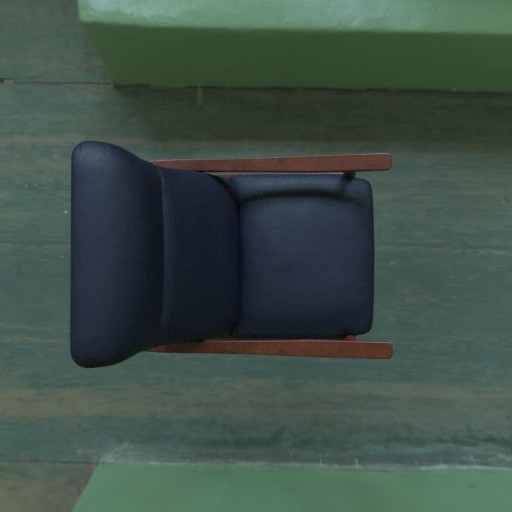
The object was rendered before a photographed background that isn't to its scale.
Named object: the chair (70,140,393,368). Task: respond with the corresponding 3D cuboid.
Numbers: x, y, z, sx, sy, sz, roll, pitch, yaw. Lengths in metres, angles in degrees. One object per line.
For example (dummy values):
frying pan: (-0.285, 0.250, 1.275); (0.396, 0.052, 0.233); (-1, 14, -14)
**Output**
chair: (0.000, 0.000, 1.729); (1.014, 1.082, 0.762); (0, 89, 0)
